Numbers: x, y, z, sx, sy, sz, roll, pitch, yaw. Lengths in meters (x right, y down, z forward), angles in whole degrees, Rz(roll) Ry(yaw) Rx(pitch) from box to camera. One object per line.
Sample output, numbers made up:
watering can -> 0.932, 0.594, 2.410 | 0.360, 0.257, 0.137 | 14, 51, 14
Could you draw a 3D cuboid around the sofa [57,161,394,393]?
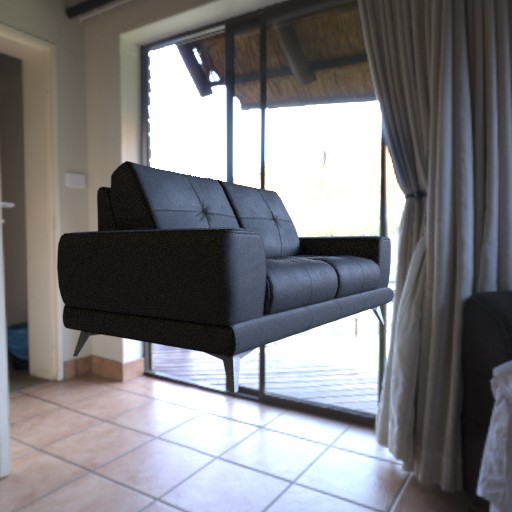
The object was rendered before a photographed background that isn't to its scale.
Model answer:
sofa -> 0.000, 0.000, 2.454 | 1.018, 0.907, 1.806 | 1, 1, 34
